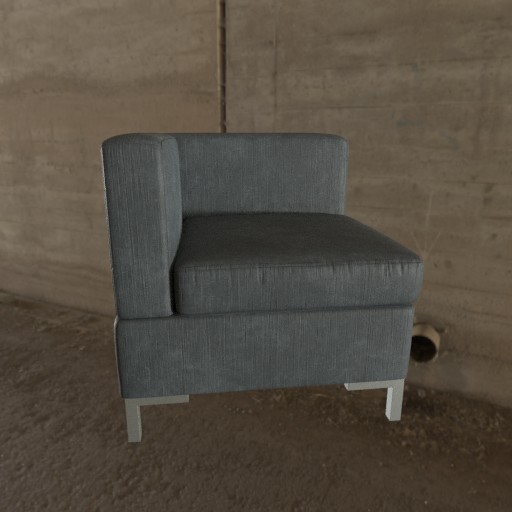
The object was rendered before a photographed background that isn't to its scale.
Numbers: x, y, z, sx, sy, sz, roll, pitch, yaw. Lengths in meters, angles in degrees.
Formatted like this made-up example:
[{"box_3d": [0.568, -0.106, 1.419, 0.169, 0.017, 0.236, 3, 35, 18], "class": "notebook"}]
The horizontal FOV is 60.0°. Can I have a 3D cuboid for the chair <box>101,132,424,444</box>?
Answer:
[{"box_3d": [0.000, 0.000, 1.231, 0.680, 0.660, 0.680, -2, 16, -7], "class": "chair"}]
